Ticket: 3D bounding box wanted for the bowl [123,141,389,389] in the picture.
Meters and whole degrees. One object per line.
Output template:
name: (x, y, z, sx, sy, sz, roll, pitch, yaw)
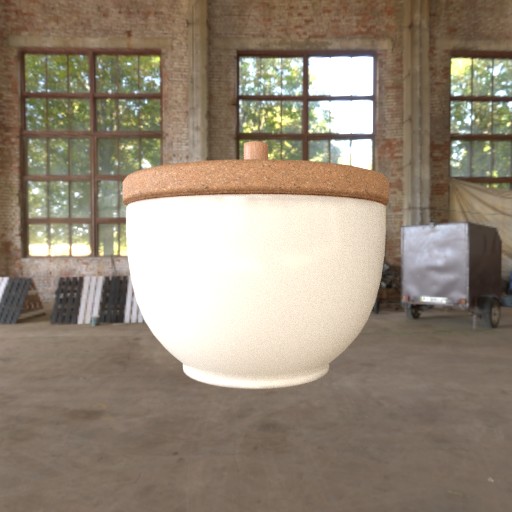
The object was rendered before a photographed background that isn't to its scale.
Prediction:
bowl: (0.000, 0.000, 0.220, 0.126, 0.110, 0.126, 0, 1, 0)
